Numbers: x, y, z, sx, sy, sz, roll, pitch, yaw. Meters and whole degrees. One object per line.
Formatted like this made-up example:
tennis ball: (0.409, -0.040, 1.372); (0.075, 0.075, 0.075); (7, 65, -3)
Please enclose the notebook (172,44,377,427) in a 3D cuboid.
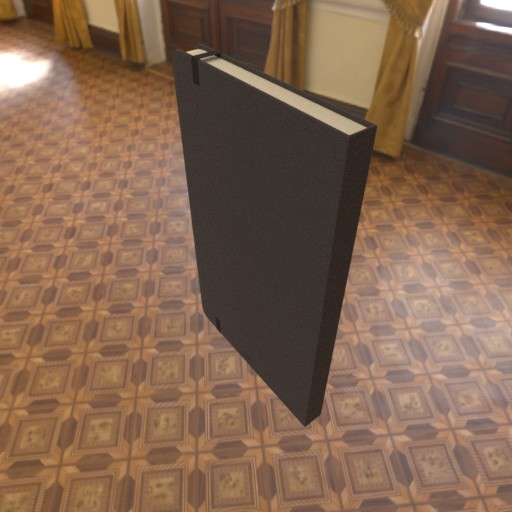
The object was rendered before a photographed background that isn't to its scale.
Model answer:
notebook: (0.000, 0.000, 0.268); (0.016, 0.213, 0.127); (-27, 49, -27)
